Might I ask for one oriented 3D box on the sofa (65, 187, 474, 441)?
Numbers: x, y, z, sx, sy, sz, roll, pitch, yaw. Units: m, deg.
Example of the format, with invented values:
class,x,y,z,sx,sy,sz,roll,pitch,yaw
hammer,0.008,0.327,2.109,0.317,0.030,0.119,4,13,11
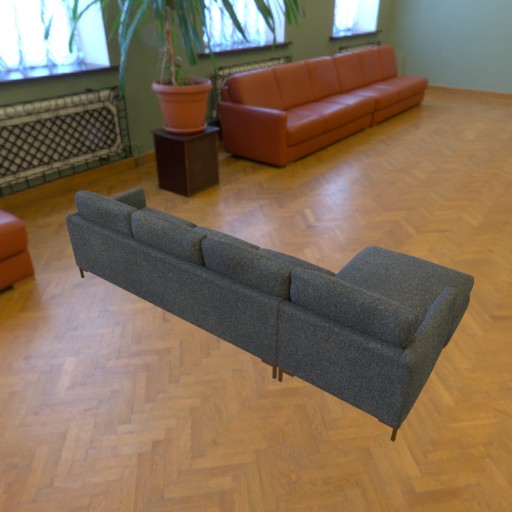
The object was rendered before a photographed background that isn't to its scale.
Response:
class,x,y,z,sx,sy,sz,roll,pitch,yaw
sofa,0.000,0.000,3.433,2.932,0.810,1.350,20,36,30
